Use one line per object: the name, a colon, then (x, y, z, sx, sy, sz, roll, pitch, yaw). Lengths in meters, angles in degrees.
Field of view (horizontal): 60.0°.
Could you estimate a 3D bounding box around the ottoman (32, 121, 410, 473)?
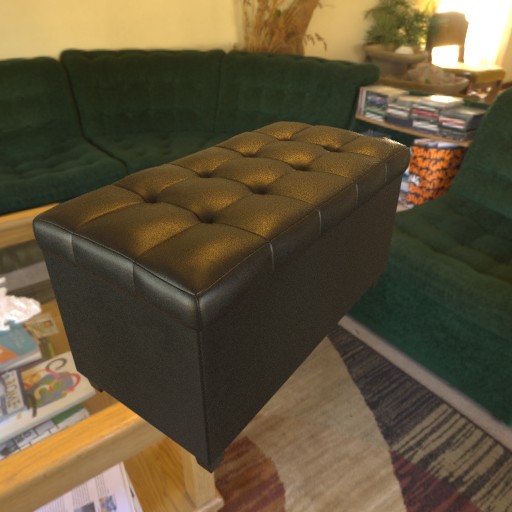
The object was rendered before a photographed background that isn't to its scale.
ottoman: (0.000, 0.000, 1.089, 0.432, 0.470, 0.838, 21, 37, 30)
